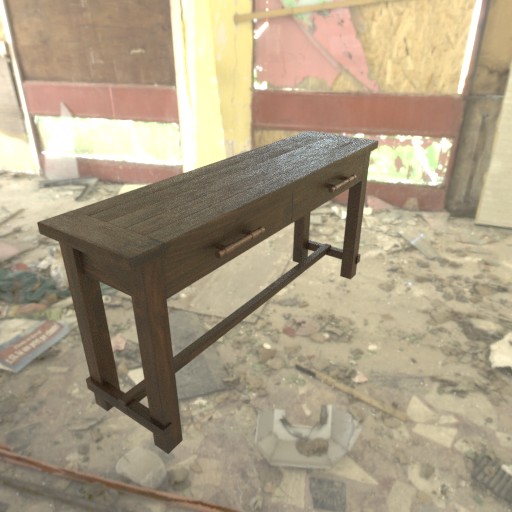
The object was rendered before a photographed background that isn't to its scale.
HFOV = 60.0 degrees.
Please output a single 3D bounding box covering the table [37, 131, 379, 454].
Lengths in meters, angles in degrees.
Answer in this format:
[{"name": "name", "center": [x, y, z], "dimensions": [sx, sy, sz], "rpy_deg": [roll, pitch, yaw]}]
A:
[{"name": "table", "center": [0.000, 0.000, 1.938], "dimensions": [0.442, 0.762, 1.599], "rpy_deg": [18, 32, 31]}]
